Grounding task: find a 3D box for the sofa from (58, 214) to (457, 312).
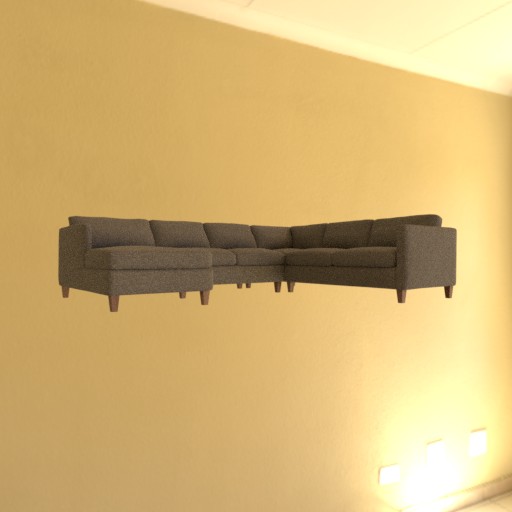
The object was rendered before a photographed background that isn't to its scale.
[{"bbox_3d":[0.000,0.000,4.503,3.238,0.853,2.551,0,0,-37],"label":"sofa"}]
